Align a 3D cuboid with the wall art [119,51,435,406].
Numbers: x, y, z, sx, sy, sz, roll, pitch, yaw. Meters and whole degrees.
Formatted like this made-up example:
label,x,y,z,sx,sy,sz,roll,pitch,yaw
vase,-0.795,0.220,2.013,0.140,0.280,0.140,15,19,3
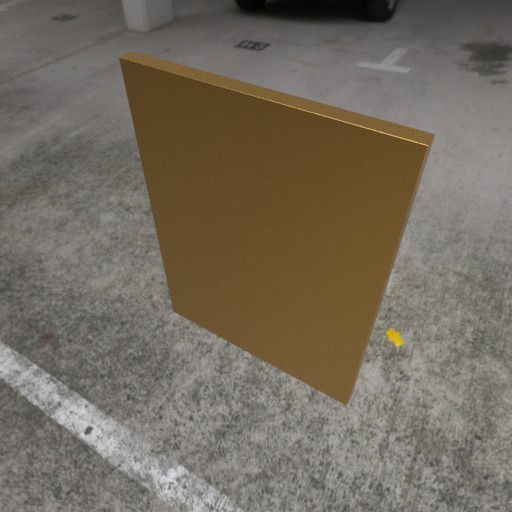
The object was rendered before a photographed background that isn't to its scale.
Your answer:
label,x,y,z,sx,sy,sz,roll,pitch,yaw
wall art,0.000,0.000,1.054,0.610,0.812,0.038,24,50,22
